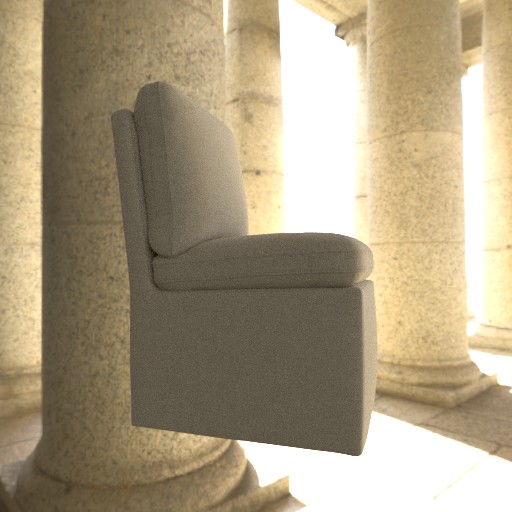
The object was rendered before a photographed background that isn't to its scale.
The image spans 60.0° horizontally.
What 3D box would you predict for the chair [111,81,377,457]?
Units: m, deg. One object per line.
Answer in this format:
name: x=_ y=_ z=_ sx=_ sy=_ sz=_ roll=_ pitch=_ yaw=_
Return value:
chair: x=0.000 y=0.000 z=1.326 sx=0.698 sy=0.927 sz=0.503 roll=0 pitch=-1 yaw=18
